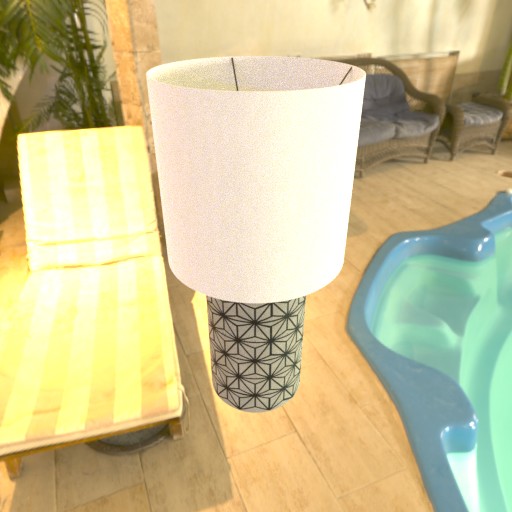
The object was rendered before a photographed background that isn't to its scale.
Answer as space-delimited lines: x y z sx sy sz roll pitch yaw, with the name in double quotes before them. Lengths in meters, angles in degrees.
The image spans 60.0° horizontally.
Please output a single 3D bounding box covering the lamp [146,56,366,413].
"lamp" 0.000 0.000 0.532 0.206 0.416 0.206 -9 32 -14
